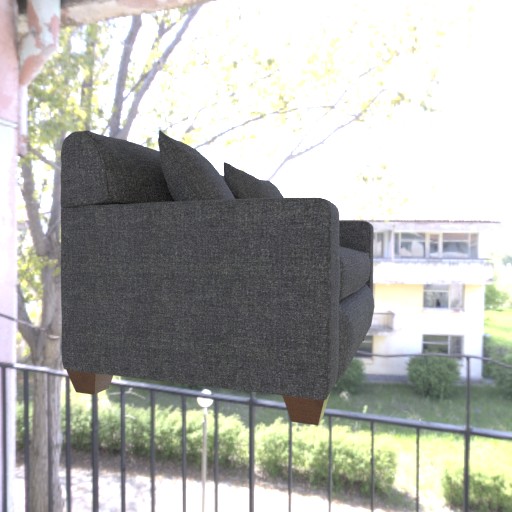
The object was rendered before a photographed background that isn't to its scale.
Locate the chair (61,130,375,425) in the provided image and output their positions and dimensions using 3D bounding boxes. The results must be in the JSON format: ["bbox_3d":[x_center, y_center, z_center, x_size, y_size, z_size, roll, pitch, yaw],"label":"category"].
[{"bbox_3d":[0.000,0.000,2.028,1.000,0.948,1.383,0,1,20],"label":"chair"}]
